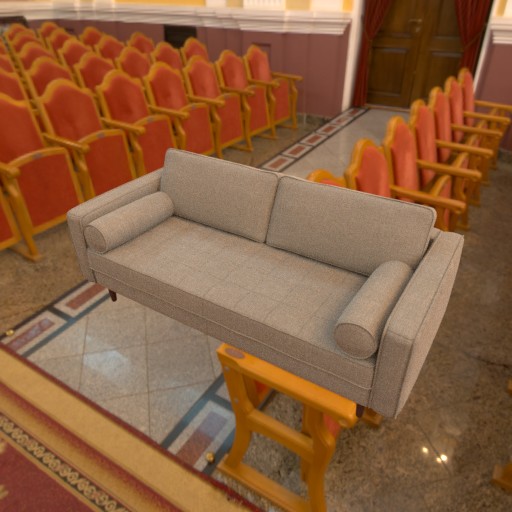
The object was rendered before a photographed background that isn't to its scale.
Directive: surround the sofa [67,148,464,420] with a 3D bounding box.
[{"bbox_3d":[0.000,0.000,2.349,1.879,0.762,0.914,19,37,27],"label":"sofa"}]
